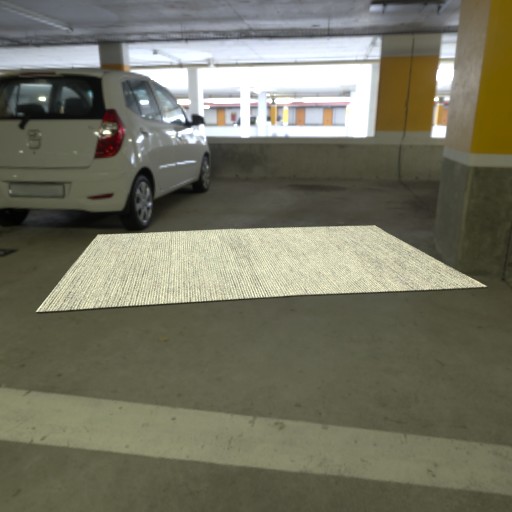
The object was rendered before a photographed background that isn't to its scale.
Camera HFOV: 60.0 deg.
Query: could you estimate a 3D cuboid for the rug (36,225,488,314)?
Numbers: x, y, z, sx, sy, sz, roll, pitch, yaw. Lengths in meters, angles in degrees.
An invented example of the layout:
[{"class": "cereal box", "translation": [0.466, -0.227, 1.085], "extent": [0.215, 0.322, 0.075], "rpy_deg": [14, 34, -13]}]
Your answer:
[{"class": "rug", "translation": [0.000, 0.000, 2.274], "extent": [1.789, 0.021, 1.159], "rpy_deg": [-2, 17, -8]}]
